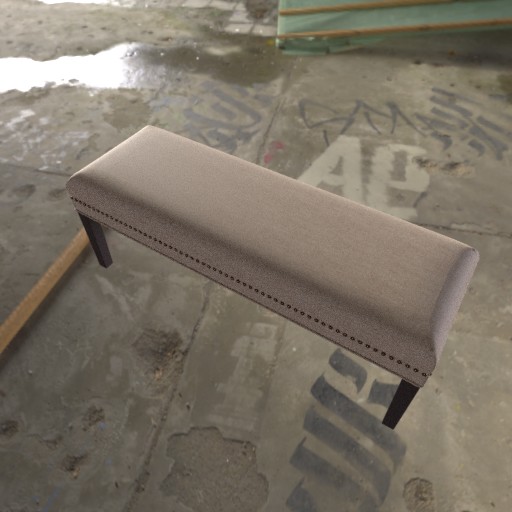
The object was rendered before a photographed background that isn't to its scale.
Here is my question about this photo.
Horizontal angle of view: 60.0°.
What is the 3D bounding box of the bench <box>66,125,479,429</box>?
[{"bbox_3d":[0.000,0.000,1.457,1.219,0.457,0.410,25,52,21],"label":"bench"}]
